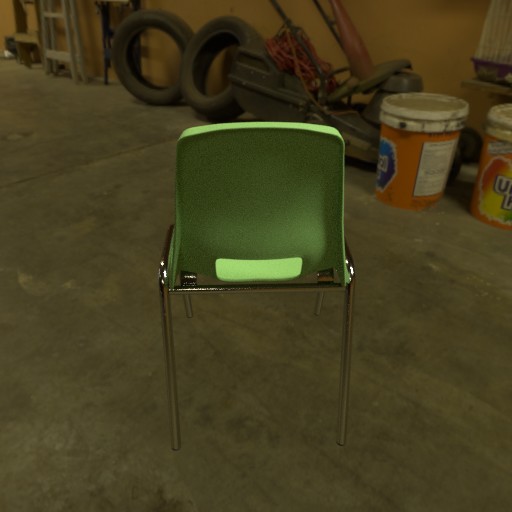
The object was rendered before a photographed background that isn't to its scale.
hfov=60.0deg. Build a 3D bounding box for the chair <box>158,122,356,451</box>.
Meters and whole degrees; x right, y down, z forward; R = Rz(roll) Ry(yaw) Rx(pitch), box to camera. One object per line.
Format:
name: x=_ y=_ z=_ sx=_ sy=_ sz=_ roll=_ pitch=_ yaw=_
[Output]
chair: x=0.000 y=0.000 z=0.908 sx=0.381 sy=0.653 sz=0.436 roll=-1 pitch=32 yaw=-2
